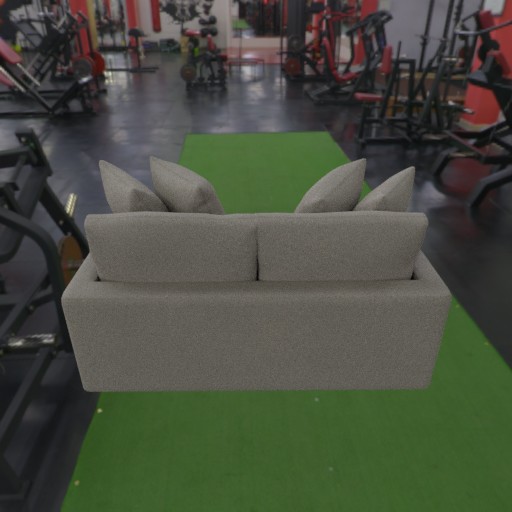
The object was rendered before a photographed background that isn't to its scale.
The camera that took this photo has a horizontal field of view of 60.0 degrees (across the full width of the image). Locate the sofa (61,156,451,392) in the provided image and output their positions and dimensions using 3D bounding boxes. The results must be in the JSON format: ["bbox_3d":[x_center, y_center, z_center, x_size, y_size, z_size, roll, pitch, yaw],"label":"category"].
[{"bbox_3d":[0.000,0.000,2.654,1.869,1.080,1.228,0,29,-1],"label":"sofa"}]
